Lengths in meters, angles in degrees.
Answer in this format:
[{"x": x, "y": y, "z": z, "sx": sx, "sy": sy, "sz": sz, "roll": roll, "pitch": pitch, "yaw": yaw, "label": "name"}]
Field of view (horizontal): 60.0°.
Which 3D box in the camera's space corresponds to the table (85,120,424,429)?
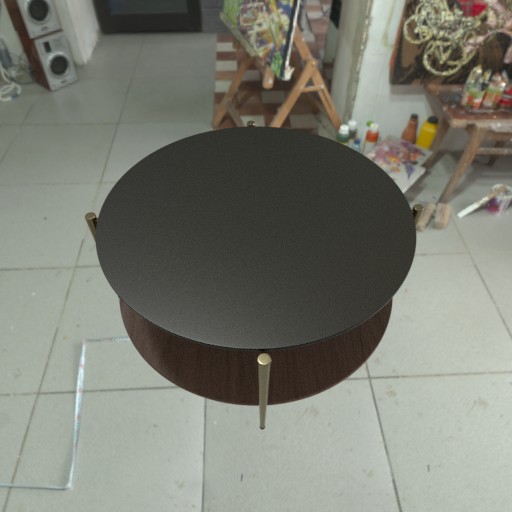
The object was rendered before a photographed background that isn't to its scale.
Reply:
[{"x": 0.000, "y": 0.000, "z": 1.480, "sx": 0.938, "sy": 0.400, "sz": 0.938, "roll": -25, "pitch": 53, "yaw": -21, "label": "table"}]
